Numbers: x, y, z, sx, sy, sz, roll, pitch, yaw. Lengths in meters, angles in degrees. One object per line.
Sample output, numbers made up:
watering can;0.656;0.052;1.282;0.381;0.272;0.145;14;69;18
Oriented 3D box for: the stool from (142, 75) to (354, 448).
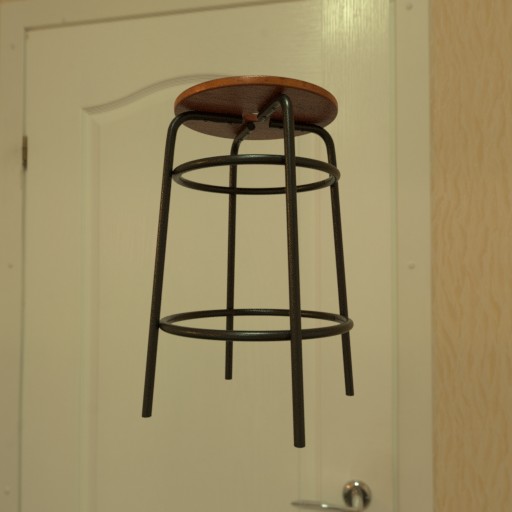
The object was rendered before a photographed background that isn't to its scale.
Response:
stool;0.000;0.000;0.915;0.455;0.610;0.455;0;-1;-18
